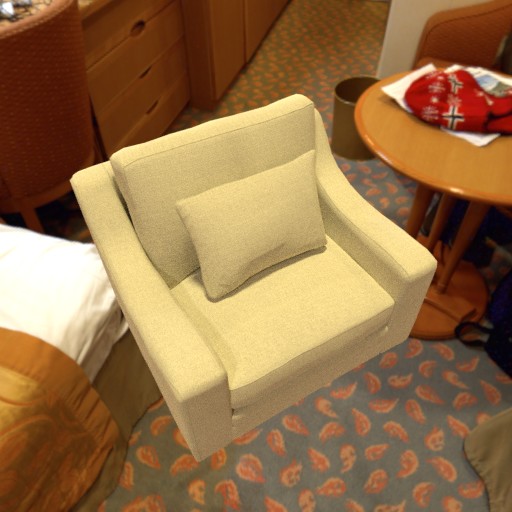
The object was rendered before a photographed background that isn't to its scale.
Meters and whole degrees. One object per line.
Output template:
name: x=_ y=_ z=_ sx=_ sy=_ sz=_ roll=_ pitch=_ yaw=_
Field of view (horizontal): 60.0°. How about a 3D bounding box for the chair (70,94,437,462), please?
chair: x=0.000 y=0.000 z=1.934 sx=1.178 sy=1.016 sz=1.009 roll=-23 pitch=51 yaw=-20
